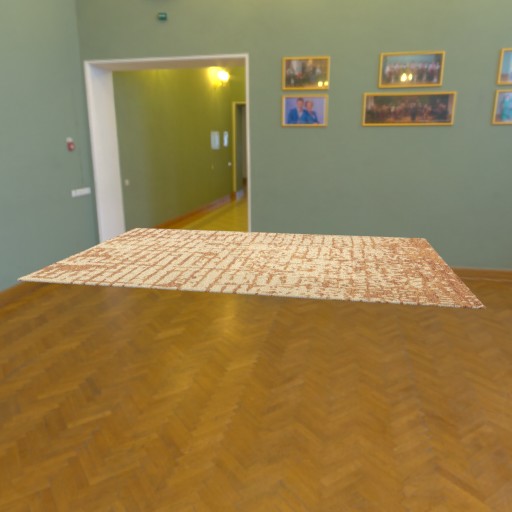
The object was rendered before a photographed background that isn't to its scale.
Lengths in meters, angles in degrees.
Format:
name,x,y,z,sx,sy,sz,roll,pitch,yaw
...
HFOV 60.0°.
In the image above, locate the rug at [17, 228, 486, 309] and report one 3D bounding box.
name,x,y,z,sx,sy,sz,roll,pitch,yaw
rug,0.000,0.000,2.979,2.435,0.011,1.517,3,15,10
